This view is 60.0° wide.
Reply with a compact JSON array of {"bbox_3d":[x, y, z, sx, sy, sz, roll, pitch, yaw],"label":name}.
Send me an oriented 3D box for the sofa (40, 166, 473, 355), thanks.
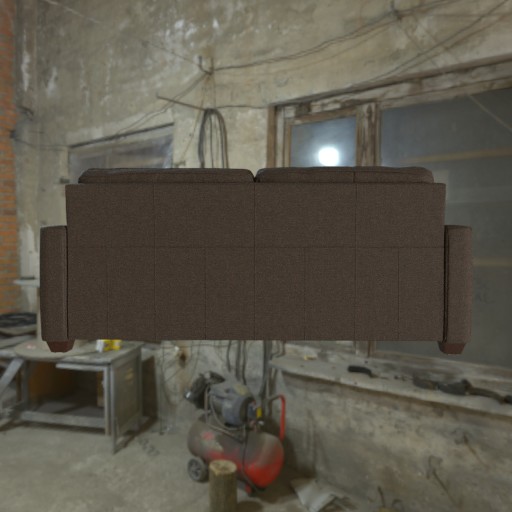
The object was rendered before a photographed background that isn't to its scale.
[{"bbox_3d":[0.000,0.000,2.529,2.080,0.919,0.940,0,2,1],"label":"sofa"}]
